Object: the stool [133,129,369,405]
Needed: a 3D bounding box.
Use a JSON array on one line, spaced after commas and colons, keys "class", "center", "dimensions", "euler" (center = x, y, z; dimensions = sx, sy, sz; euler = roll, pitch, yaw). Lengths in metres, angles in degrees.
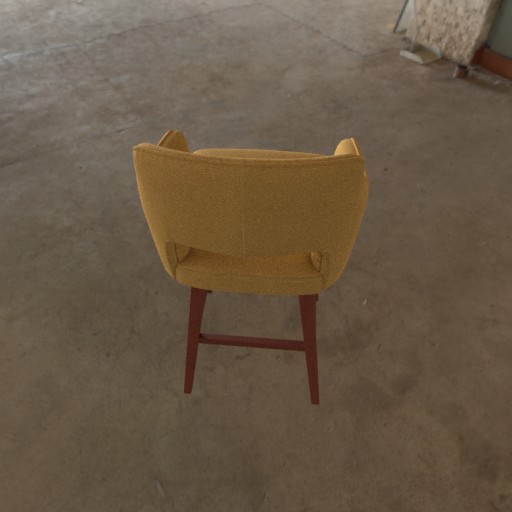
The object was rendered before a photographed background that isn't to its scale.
[{"class": "stool", "center": [0.000, 0.000, 1.314], "dimensions": [0.548, 1.012, 0.558], "euler": [4, 46, 4]}]
